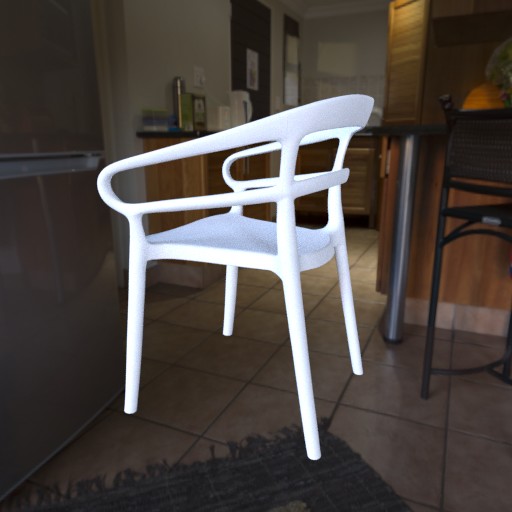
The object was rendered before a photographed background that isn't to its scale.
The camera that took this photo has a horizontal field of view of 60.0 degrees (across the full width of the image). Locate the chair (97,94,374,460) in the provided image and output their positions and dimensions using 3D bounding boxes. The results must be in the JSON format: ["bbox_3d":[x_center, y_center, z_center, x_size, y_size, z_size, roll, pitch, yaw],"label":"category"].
[{"bbox_3d":[0.000,0.000,1.141,0.527,0.761,0.559,8,18,25],"label":"chair"}]
